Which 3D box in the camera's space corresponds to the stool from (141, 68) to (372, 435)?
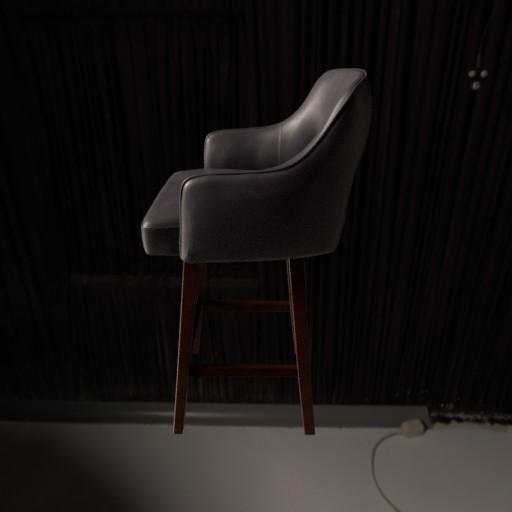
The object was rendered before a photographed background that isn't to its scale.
[{"bbox_3d":[0.000,0.000,1.340,0.560,1.041,0.550,0,26,0],"label":"stool"}]
